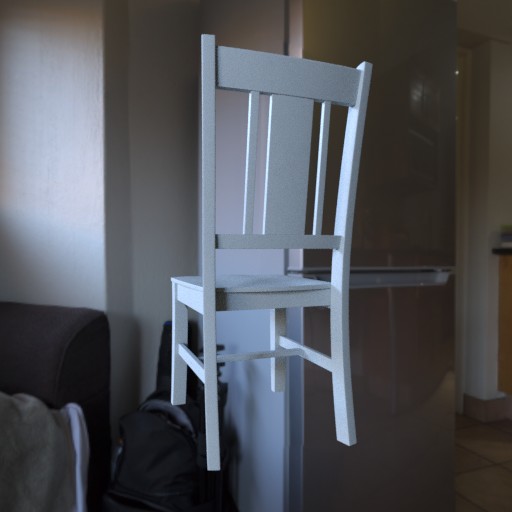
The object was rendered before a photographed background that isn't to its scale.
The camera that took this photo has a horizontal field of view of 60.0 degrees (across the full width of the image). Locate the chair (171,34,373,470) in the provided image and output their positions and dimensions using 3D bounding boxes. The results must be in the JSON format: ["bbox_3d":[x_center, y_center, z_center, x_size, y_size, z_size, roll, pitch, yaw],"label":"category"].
[{"bbox_3d":[0.000,0.000,1.308,0.450,0.998,0.555,0,1,-21],"label":"chair"}]
